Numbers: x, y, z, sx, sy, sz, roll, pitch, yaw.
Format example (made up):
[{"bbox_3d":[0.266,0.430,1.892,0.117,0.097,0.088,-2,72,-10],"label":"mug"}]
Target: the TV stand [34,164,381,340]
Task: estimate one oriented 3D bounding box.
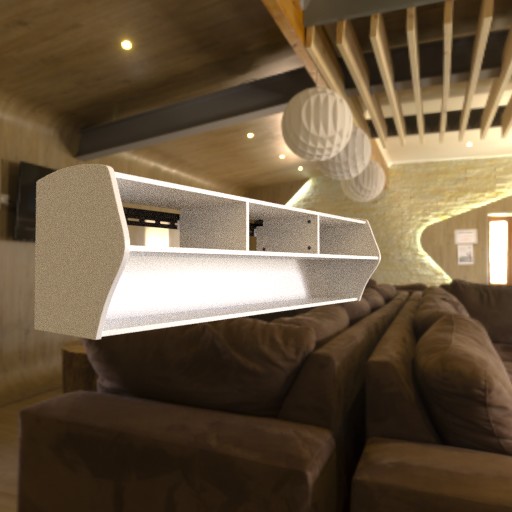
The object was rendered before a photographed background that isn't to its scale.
[{"bbox_3d":[0.000,0.000,1.679,0.397,0.424,1.473,-1,-2,37],"label":"TV stand"}]
